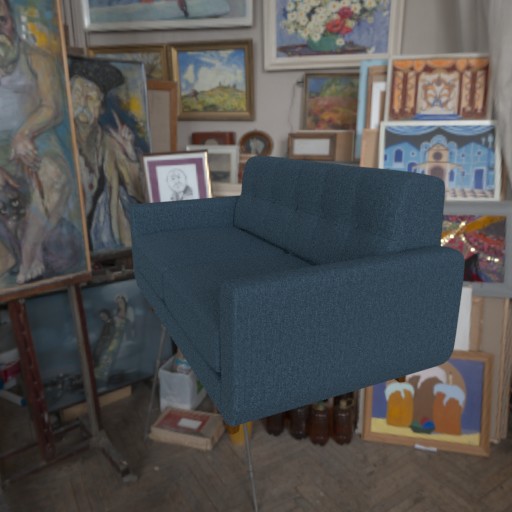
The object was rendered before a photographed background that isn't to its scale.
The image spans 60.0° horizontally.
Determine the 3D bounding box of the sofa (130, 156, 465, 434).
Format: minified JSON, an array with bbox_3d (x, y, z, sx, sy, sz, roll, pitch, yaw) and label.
[{"bbox_3d":[0.000,0.000,2.176,0.942,0.896,1.651,-7,17,-24],"label":"sofa"}]
